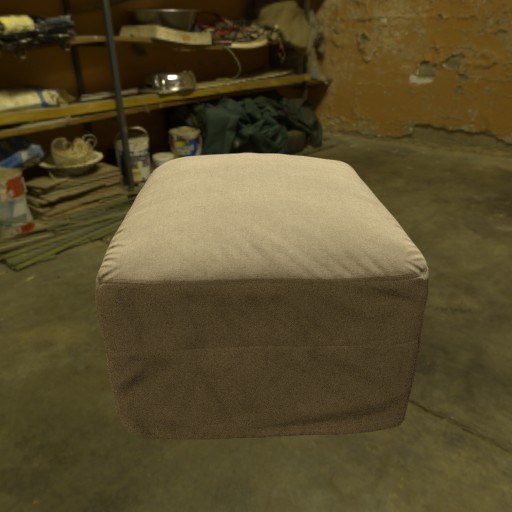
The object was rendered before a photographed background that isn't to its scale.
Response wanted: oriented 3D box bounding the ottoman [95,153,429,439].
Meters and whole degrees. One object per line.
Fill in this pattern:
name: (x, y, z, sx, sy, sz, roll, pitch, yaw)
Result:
ottoman: (0.000, 0.000, 1.241, 0.683, 0.481, 0.837, -1, 27, -2)
